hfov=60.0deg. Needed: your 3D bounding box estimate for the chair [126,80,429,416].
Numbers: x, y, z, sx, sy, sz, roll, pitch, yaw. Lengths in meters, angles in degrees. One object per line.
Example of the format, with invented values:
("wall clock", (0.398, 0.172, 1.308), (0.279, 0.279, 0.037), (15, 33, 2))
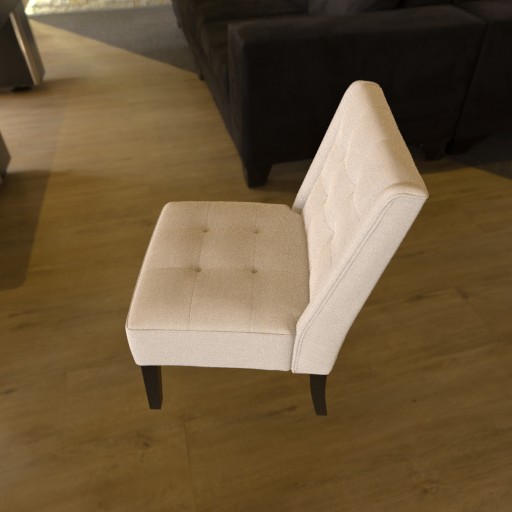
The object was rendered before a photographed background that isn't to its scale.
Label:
("chair", (0.000, 0.000, 1.314), (0.676, 0.853, 0.569), (1, 42, 1))
